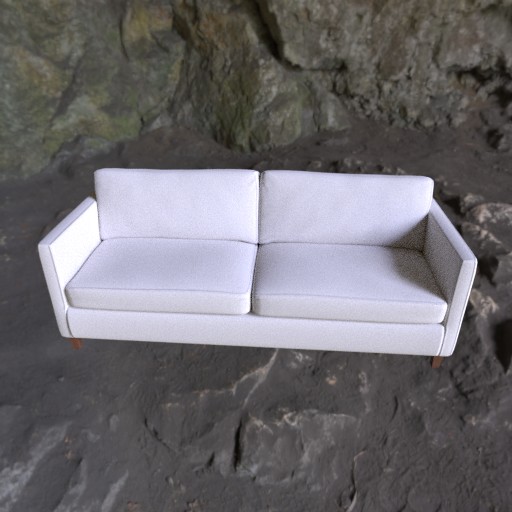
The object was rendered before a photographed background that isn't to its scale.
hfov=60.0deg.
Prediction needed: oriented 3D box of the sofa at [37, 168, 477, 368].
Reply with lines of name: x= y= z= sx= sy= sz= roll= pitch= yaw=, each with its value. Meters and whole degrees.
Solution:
sofa: x=0.000 y=0.000 z=2.844 sx=2.361 sy=0.962 sz=0.951 roll=2 pitch=29 yaw=4
